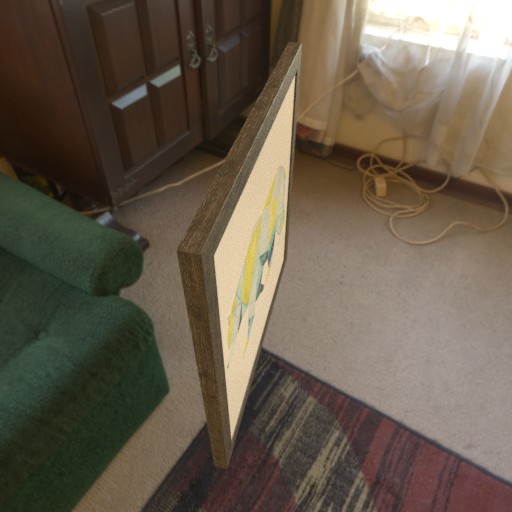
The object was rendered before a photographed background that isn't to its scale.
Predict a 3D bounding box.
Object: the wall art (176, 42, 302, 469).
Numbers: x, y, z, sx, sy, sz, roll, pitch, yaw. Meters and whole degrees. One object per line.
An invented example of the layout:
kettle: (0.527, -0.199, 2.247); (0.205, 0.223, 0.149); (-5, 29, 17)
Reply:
wall art: (0.000, 0.000, 0.669); (0.027, 0.459, 0.462); (10, 46, 10)
